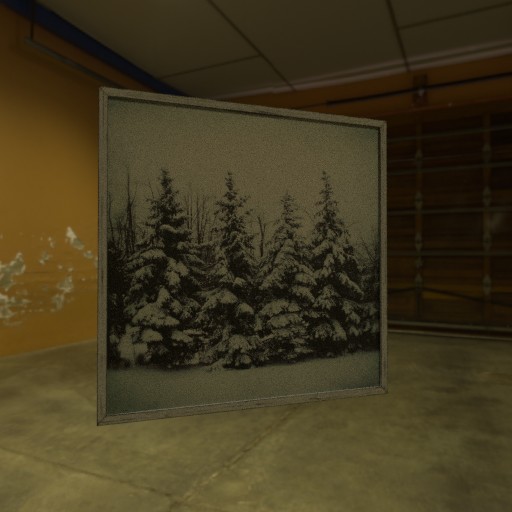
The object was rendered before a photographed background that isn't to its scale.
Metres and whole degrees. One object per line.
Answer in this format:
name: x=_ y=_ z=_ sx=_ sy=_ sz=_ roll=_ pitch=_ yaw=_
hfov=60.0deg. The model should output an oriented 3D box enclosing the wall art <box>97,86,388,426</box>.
wall art: x=0.000 y=0.000 z=1.132 sx=0.761 sy=0.761 sz=0.037 roll=0 pitch=-1 yaw=-19
